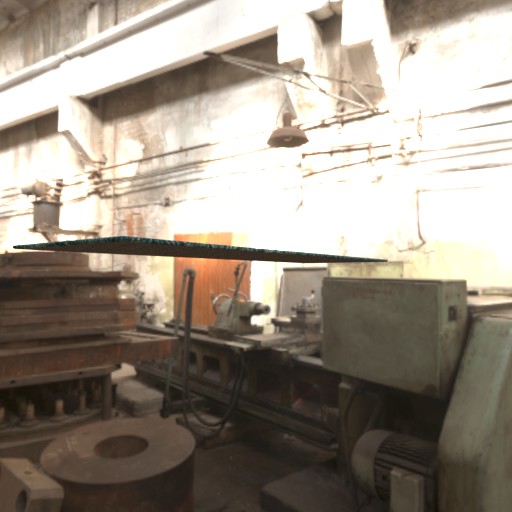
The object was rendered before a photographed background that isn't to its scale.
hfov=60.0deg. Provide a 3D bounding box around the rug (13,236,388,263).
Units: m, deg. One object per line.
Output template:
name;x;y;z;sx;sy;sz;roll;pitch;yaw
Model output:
rug;0.000;0.000;2.441;0.676;0.016;2.286;-2;-3;36
